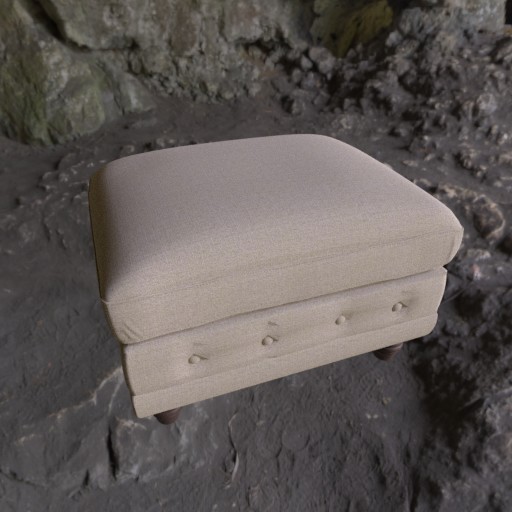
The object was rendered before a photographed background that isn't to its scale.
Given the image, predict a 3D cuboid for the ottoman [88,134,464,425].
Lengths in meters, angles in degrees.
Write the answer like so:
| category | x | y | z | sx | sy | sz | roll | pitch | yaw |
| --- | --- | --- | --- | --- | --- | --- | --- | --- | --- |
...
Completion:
| category | x | y | z | sx | sy | sz | roll | pitch | yaw |
| --- | --- | --- | --- | --- | --- | --- | --- | --- | --- |
| ottoman | 0.000 | 0.000 | 1.029 | 0.684 | 0.463 | 0.541 | -11 | 33 | -17 |
